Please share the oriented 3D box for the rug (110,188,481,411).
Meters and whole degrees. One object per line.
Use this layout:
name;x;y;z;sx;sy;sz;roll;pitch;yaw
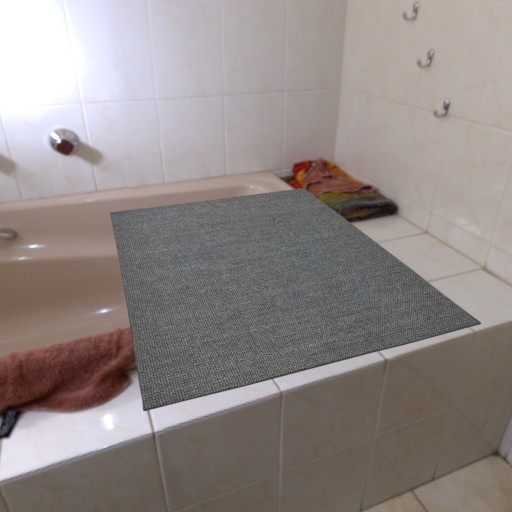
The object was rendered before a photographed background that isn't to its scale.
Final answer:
rug;0.000;0.000;4.159;2.456;0.021;3.068;-10;30;-17
